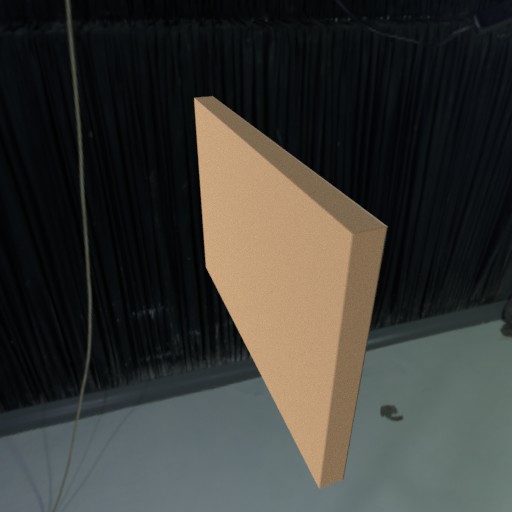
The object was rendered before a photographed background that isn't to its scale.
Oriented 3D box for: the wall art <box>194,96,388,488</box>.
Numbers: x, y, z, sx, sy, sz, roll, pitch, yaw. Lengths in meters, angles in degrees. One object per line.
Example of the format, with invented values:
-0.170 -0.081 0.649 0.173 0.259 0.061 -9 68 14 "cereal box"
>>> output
0.000 0.000 0.765 0.039 0.407 0.609 -11 33 -17 "wall art"
